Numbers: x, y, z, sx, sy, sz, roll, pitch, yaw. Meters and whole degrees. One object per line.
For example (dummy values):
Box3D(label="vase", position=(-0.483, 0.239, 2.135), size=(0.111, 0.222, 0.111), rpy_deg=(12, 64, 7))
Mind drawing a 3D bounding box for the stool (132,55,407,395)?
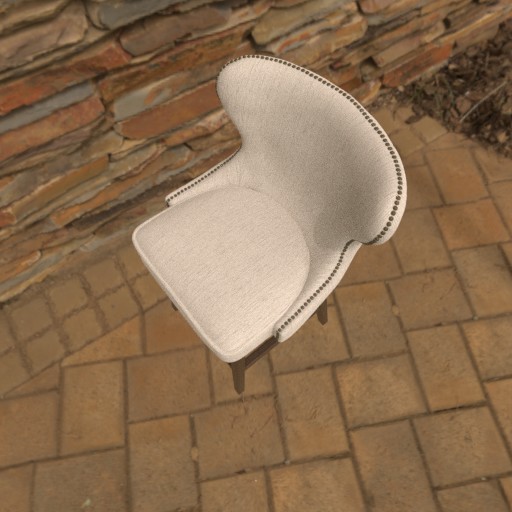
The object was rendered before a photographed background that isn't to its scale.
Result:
Box3D(label="stool", position=(0.000, 0.000, 1.391), size=(0.597, 0.972, 0.615), rpy_deg=(-36, 68, -16))
